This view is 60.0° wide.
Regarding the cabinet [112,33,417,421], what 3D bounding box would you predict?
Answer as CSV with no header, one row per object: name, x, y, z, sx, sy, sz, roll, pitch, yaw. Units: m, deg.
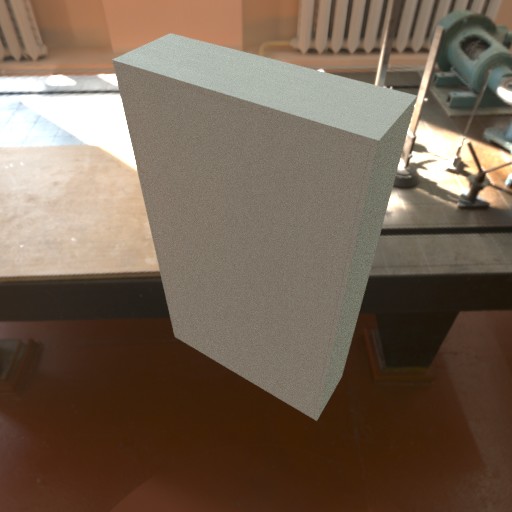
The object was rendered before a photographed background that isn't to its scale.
cabinet,0.000,0.000,1.561,0.750,1.280,0.250,25,50,23
